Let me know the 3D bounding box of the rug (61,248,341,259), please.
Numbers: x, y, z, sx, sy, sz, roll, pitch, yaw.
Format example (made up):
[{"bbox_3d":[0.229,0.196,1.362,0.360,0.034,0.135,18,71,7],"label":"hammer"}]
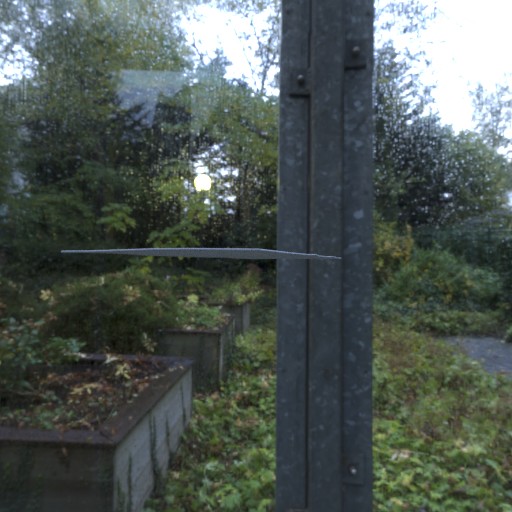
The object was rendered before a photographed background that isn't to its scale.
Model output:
[{"bbox_3d":[0.000,0.000,2.693,0.762,0.013,2.439,0,-1,17],"label":"rug"}]
